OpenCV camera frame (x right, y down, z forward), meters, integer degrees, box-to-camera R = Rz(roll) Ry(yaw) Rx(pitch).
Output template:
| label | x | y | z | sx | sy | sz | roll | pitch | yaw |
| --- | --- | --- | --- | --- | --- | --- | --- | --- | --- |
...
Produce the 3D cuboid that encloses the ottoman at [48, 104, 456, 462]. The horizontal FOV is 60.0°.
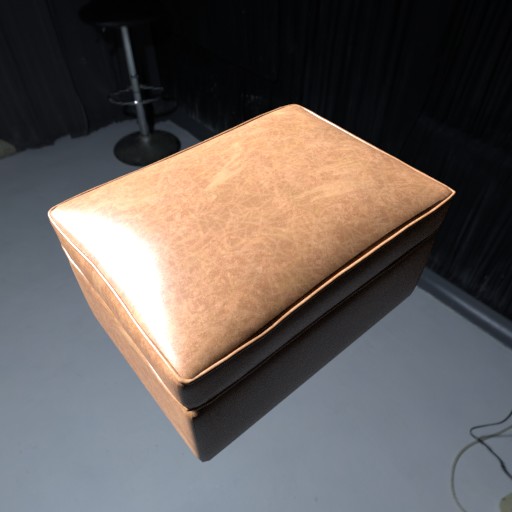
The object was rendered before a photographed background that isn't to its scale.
| label | x | y | z | sx | sy | sz | roll | pitch | yaw |
| --- | --- | --- | --- | --- | --- | --- | --- | --- | --- |
| ottoman | 0.000 | 0.000 | 1.105 | 0.756 | 0.468 | 0.554 | -31 | 54 | -26 |
